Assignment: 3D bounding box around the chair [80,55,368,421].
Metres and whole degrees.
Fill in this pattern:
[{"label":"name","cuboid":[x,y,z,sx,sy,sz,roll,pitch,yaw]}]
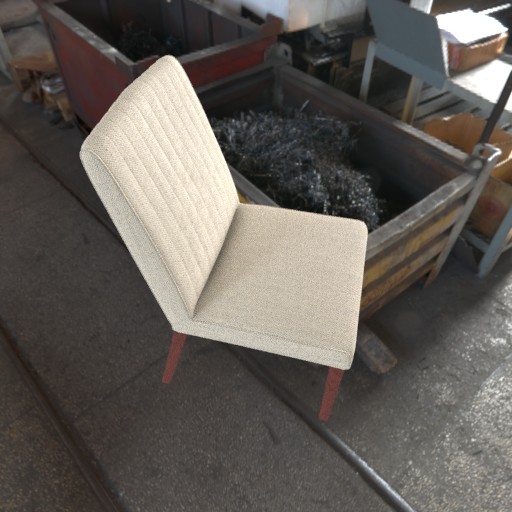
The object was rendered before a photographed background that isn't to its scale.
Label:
[{"label":"chair","cuboid":[0.000,0.000,1.222,0.594,0.900,0.480,10,48,9]}]
